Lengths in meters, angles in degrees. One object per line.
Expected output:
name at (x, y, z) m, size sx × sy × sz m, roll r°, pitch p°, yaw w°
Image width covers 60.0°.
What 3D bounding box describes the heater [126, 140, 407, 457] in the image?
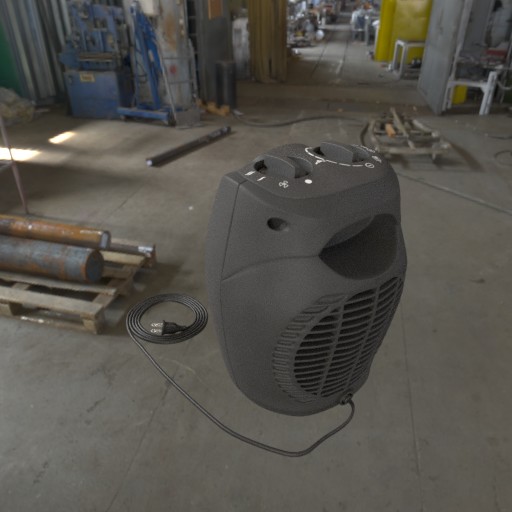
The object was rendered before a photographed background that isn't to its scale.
heater at (0.000, 0.000, 0.455) m, size 0.239 × 0.240 × 0.291 m, roll -19°, pitch 37°, yaw -28°
